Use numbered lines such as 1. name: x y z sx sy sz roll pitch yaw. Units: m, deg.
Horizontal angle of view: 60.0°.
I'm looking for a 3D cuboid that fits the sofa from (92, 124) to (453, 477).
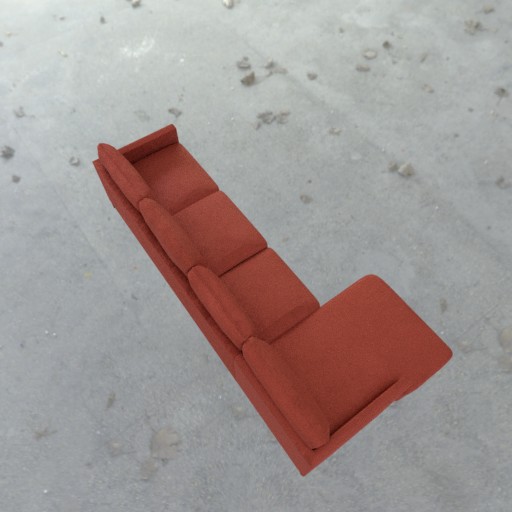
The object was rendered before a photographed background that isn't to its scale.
1. sofa: 0.000 0.000 4.041 1.500 0.967 3.400 -32 64 -18
